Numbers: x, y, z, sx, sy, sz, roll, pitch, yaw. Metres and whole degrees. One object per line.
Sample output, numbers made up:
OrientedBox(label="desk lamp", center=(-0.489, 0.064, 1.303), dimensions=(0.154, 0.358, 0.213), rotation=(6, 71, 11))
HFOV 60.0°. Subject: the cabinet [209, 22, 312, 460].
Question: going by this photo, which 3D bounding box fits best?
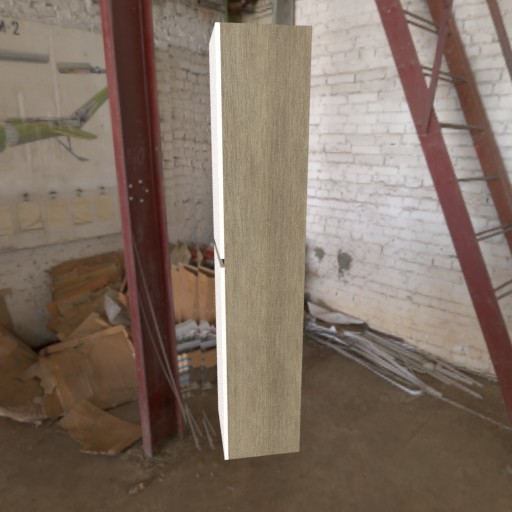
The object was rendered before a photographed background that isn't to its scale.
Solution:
OrientedBox(label="cabinet", center=(0.000, 0.000, 1.543), dimensions=(0.270, 1.400, 0.300), rotation=(-2, 16, -9))
